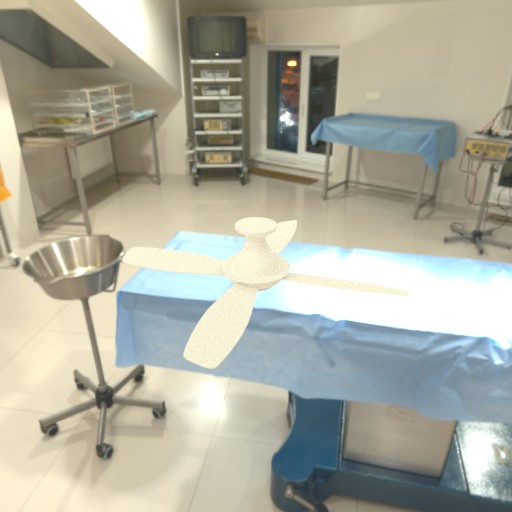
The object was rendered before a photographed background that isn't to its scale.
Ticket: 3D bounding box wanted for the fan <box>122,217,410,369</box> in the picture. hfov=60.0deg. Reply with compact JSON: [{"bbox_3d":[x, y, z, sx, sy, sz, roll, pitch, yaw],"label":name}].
[{"bbox_3d":[0.000,0.000,2.509,1.694,0.382,1.693,7,27,15],"label":"fan"}]
